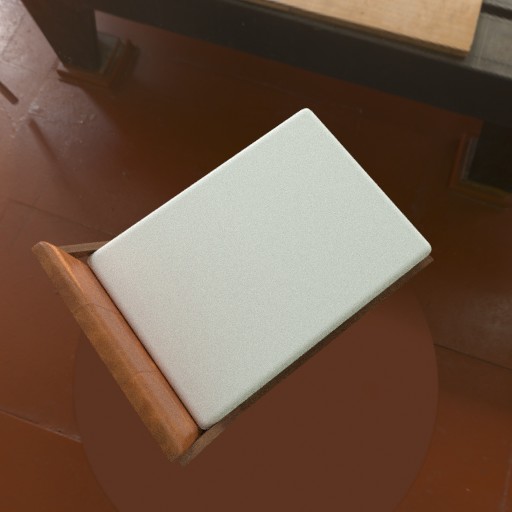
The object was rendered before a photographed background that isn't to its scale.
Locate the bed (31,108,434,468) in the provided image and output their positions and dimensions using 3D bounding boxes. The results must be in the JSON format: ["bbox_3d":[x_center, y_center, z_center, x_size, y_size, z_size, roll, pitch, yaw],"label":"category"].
[{"bbox_3d":[0.000,0.000,3.240,2.311,1.168,1.651,-36,79,-9],"label":"bed"}]
